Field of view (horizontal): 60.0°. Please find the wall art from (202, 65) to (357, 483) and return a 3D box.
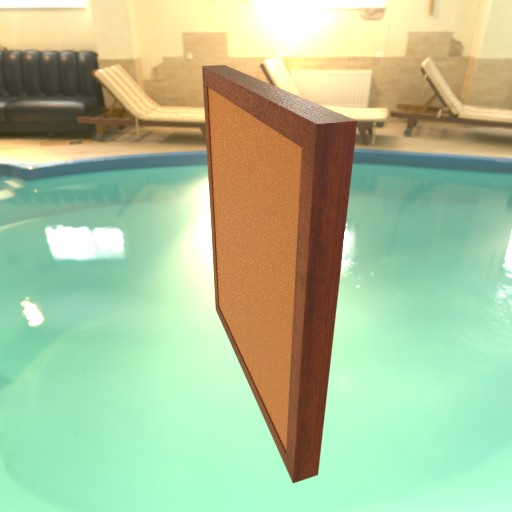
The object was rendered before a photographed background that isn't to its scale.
[{"bbox_3d":[0.000,0.000,0.523,0.030,0.381,0.330,-10,31,-17],"label":"wall art"}]
